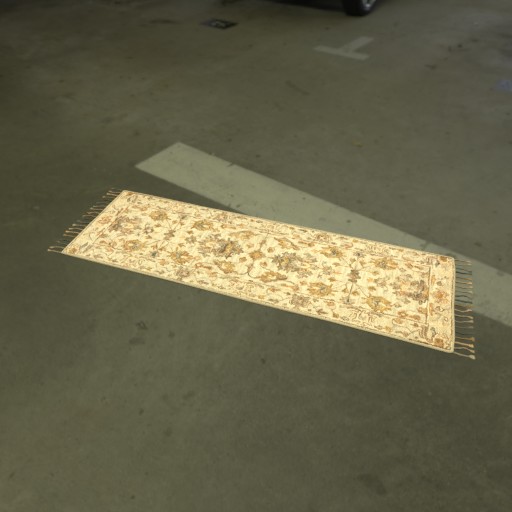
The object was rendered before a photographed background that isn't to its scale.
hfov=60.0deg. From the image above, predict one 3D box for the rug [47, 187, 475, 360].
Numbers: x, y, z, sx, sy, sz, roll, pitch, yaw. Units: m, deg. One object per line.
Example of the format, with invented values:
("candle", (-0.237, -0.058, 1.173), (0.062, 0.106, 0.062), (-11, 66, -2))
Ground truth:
("rug", (0.000, 0.000, 2.638), (2.438, 0.021, 0.729), (13, 43, 14))
